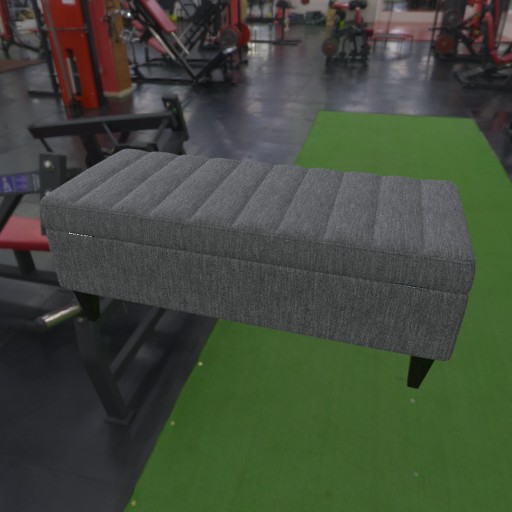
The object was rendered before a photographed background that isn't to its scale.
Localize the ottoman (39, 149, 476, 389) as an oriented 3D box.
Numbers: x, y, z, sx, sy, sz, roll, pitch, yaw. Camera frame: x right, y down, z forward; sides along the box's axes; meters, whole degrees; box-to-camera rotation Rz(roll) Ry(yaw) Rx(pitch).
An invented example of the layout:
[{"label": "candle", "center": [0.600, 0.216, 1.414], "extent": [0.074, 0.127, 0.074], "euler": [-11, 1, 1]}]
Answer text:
[{"label": "ottoman", "center": [0.000, 0.000, 1.393], "extent": [1.151, 0.469, 0.482], "euler": [9, 33, 14]}]
